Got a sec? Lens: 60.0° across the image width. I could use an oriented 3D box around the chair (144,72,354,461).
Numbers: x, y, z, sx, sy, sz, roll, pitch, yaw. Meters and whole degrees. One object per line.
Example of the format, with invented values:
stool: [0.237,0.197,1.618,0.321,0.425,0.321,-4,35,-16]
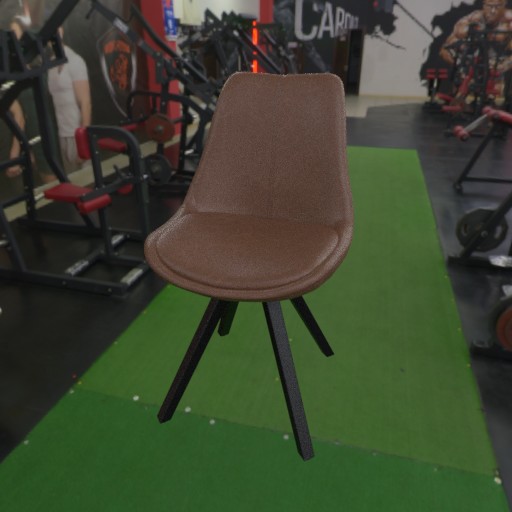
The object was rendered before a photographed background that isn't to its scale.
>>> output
chair: [0.000,0.000,1.146,0.475,0.850,0.550,8,27,16]
